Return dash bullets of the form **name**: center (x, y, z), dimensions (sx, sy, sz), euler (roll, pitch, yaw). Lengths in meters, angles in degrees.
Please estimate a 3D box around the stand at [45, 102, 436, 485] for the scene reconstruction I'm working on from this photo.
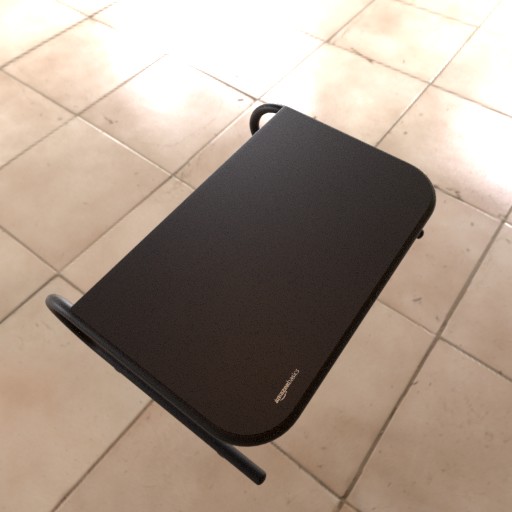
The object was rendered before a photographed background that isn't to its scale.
- **stand**: center (0.000, 0.000, 0.507), dimensions (0.280, 0.108, 0.370), euler (32, 63, 19)
